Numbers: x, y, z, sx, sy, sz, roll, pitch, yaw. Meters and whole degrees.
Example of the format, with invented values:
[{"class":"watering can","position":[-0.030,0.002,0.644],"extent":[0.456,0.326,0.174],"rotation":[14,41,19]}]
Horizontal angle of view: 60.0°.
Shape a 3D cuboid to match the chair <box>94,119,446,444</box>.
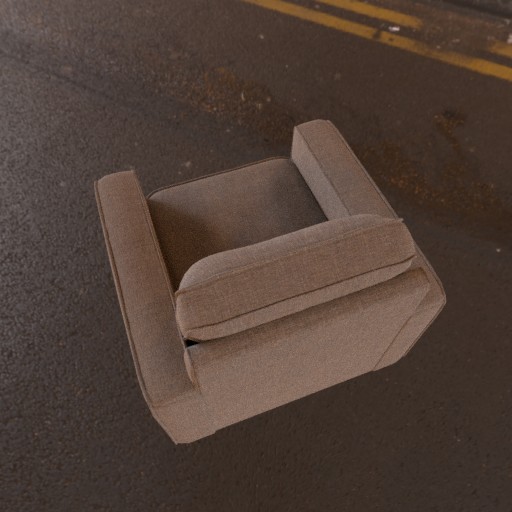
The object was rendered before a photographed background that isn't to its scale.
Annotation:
[{"class":"chair","position":[0.000,0.000,1.670],"extent":[1.016,0.914,0.940],"rotation":[-18,59,-11]}]
